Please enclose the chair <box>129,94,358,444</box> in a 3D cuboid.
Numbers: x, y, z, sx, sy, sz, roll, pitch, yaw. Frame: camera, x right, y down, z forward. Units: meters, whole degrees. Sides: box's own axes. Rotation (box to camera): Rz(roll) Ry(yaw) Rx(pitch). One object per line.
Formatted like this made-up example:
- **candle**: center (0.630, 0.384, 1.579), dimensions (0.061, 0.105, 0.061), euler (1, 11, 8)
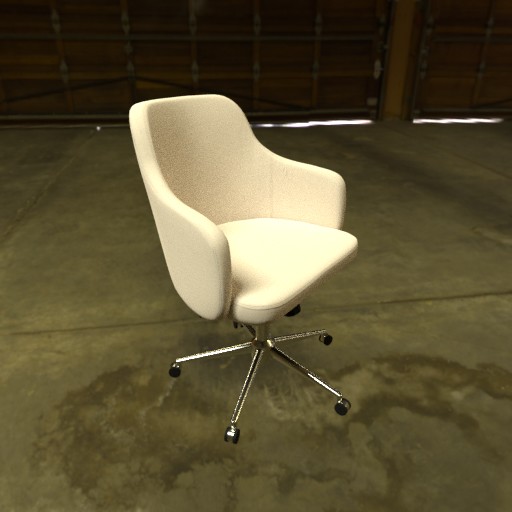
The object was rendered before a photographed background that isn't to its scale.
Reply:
- **chair**: center (0.000, 0.000, 1.259), dimensions (0.647, 0.819, 0.602), euler (17, 30, 32)
